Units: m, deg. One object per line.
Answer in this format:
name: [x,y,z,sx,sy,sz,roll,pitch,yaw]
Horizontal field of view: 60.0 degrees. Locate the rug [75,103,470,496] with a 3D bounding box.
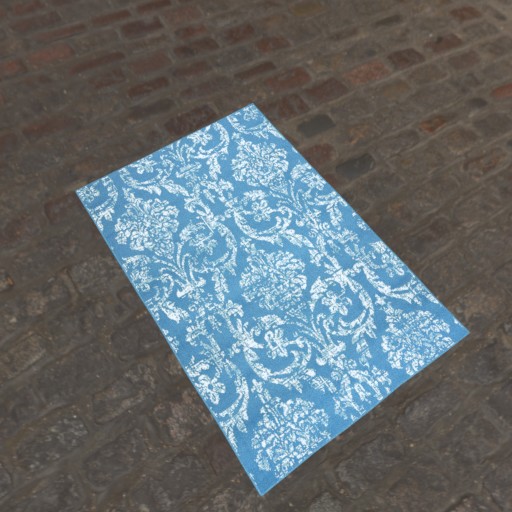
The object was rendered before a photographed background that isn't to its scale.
rug: [0.000,0.000,2.299,1.211,0.012,1.833,-31,66,-15]
